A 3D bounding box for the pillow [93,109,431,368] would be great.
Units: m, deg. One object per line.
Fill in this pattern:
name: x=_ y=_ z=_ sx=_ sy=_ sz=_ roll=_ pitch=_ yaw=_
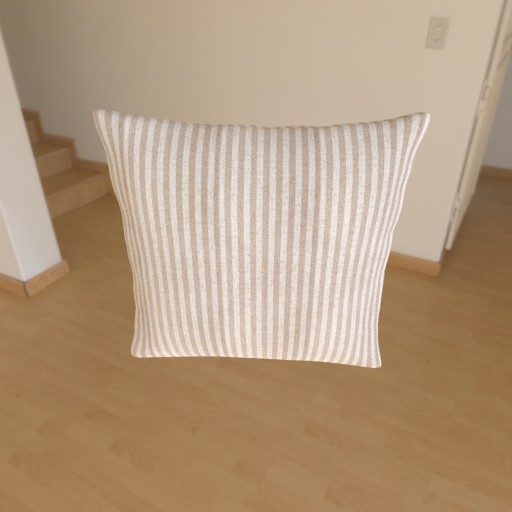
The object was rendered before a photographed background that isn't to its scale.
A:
pillow: x=0.000 y=0.000 z=0.801 sx=0.523 sy=0.510 sz=0.166 roll=2 pitch=31 yaw=3
